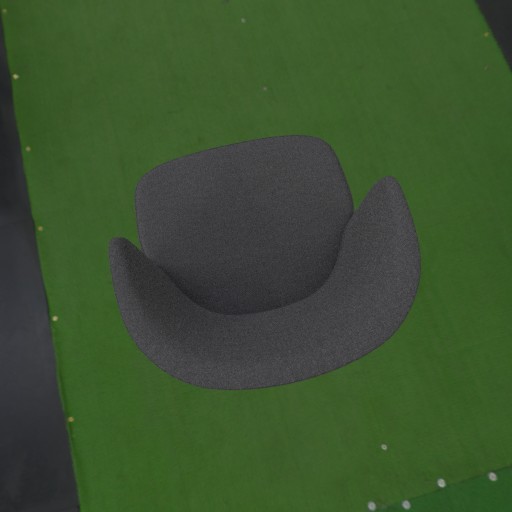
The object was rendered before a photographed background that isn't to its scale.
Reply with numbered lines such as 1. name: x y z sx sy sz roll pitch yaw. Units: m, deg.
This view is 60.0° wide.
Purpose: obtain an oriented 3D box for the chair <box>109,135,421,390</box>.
1. chair: 0.000 0.000 1.253 0.639 0.695 0.698 -13 75 -4
